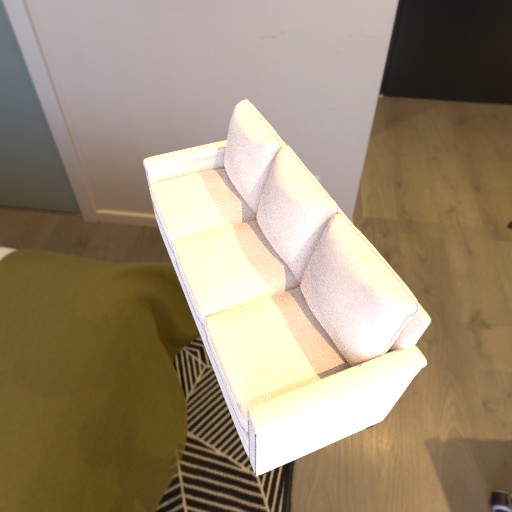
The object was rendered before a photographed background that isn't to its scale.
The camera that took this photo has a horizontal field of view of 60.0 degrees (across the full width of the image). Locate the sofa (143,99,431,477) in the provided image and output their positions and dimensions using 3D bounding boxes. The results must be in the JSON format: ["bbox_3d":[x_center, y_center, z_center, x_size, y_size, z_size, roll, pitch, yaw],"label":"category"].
[{"bbox_3d":[0.000,0.000,2.448,0.828,0.961,1.925,-17,49,-15],"label":"sofa"}]
